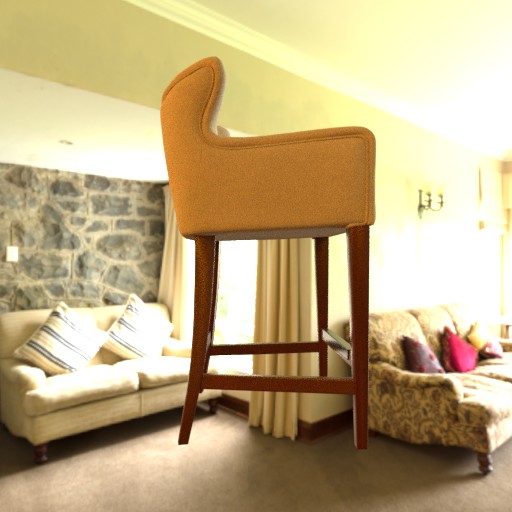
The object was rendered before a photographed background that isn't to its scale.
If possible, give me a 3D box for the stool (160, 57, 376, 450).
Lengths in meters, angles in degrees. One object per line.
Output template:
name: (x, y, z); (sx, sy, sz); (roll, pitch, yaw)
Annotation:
stool: (0.000, 0.000, 1.344); (0.570, 0.951, 0.601); (0, -1, -2)
